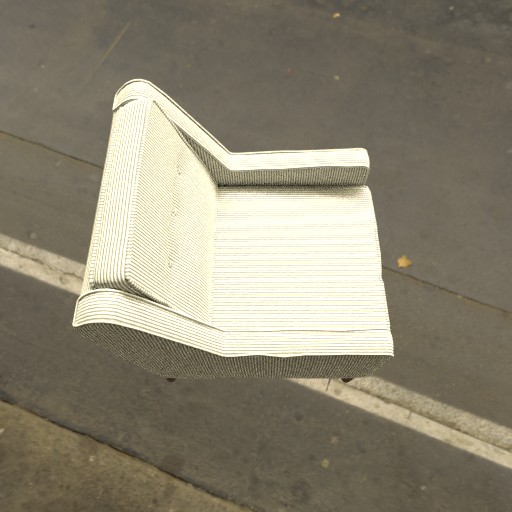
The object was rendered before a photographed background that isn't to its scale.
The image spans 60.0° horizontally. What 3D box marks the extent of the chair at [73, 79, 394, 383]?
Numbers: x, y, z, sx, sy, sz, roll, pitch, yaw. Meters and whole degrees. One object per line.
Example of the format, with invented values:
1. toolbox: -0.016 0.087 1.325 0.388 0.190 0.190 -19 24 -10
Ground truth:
1. chair: 0.000 0.000 1.318 0.743 0.792 0.663 0 65 0
